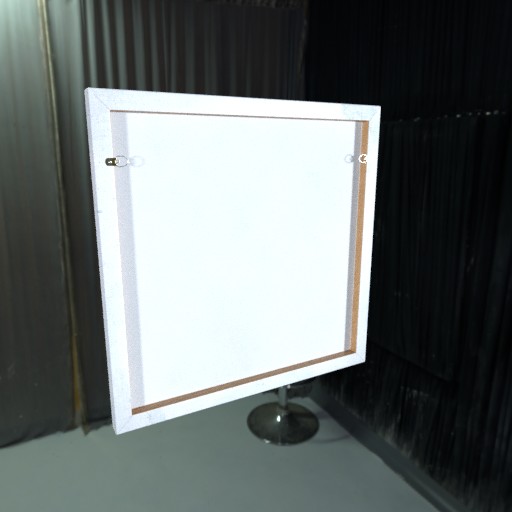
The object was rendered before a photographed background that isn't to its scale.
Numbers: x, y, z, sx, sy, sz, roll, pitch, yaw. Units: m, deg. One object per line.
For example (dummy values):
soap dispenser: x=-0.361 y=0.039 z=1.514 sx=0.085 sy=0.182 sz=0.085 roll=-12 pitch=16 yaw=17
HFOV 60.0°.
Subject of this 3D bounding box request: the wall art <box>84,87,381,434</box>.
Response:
wall art: x=0.000 y=0.000 z=1.135 sx=0.762 sy=0.762 sz=0.041 roll=-7 pitch=15 yaw=-28
